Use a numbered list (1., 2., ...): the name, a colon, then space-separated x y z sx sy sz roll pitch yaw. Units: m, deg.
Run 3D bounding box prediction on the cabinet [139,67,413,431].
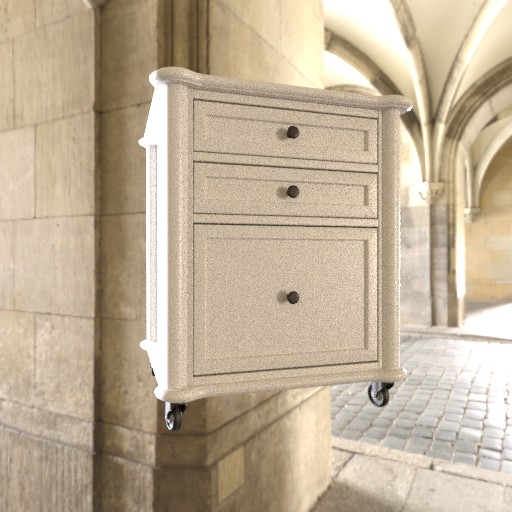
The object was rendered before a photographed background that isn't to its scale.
1. cabinet: 0.000 0.000 1.261 0.628 0.761 0.627 0 0 -17
